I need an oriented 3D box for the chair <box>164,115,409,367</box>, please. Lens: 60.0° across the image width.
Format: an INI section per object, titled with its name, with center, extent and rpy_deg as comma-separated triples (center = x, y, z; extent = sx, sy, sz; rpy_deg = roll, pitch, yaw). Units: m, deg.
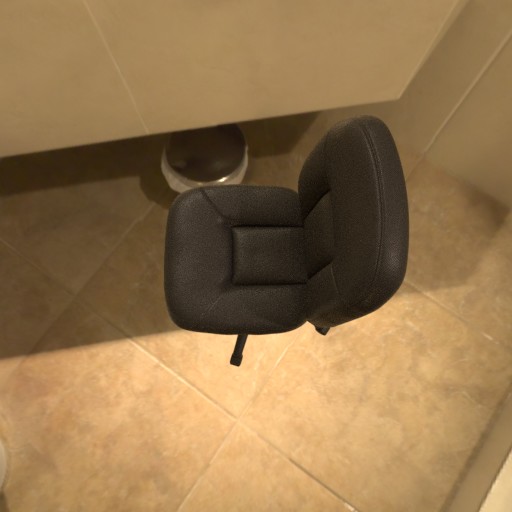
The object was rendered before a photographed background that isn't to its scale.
[chair]
center = 0.000, 0.000, 1.378
extent = 0.646, 0.959, 0.647
rpy_deg = -1, 75, 0
